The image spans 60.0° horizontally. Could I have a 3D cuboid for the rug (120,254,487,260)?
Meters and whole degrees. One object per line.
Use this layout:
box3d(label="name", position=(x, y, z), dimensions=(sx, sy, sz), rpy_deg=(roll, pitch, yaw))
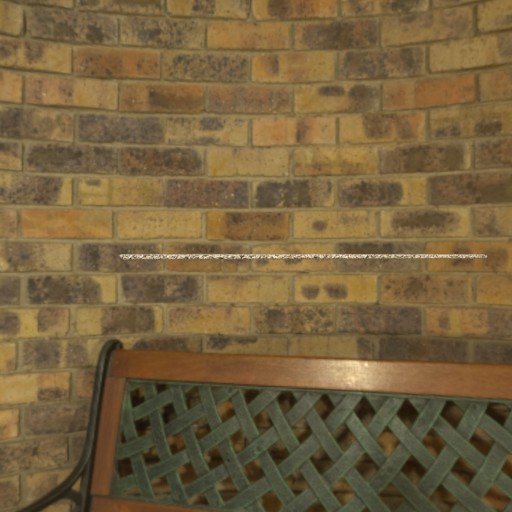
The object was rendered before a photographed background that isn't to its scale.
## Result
box3d(label="rug", position=(0.000, 0.000, 4.159), dimensions=(2.438, 0.029, 3.047), rpy_deg=(0, 0, -17))
